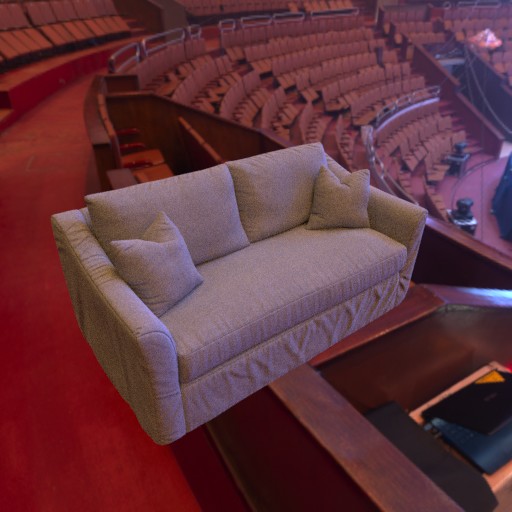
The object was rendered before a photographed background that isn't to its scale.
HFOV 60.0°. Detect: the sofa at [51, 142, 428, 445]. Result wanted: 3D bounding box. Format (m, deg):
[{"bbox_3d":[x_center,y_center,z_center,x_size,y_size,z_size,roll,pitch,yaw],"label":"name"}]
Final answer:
[{"bbox_3d":[0.000,0.000,2.716,2.010,1.018,1.072,-22,37,-32],"label":"sofa"}]
